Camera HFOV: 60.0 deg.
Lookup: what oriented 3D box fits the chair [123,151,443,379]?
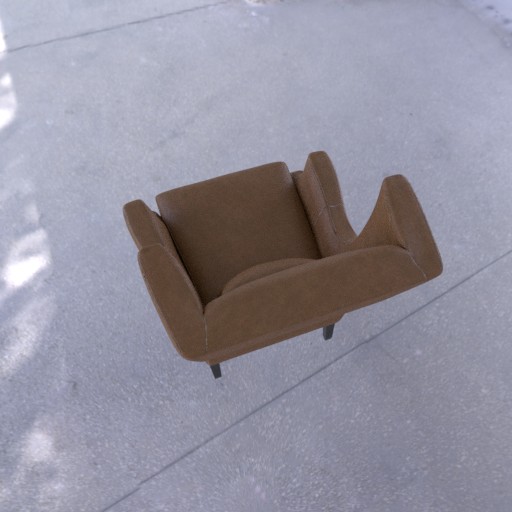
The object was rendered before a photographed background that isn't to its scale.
[{"bbox_3d":[0.000,0.000,1.665,0.852,1.016,0.925,-17,61,-10],"label":"chair"}]
